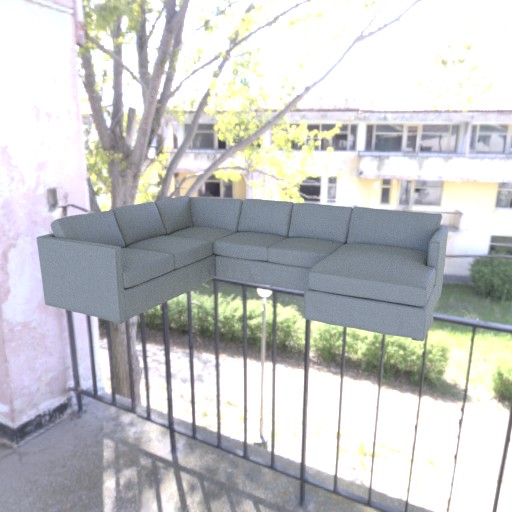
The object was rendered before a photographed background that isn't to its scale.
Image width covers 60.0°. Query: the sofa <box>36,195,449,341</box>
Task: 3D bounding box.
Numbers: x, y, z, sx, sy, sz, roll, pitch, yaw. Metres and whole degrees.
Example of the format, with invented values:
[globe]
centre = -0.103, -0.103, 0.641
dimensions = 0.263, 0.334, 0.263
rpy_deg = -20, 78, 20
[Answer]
[sofa]
centre = 0.000, 0.000, 4.523
dimensions = 3.460, 0.882, 2.427
rpy_deg = 7, 16, 26
